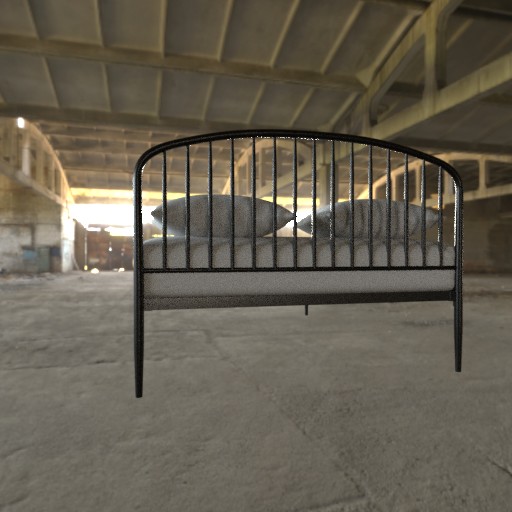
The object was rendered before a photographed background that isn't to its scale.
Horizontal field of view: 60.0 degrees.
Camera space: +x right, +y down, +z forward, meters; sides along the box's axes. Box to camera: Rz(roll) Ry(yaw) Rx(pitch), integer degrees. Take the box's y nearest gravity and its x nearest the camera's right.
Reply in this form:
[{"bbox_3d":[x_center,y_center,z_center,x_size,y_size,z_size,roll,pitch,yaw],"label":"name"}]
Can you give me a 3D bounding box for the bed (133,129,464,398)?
[{"bbox_3d":[0.000,0.000,3.076,1.618,1.166,2.159,0,0,-15],"label":"bed"}]
